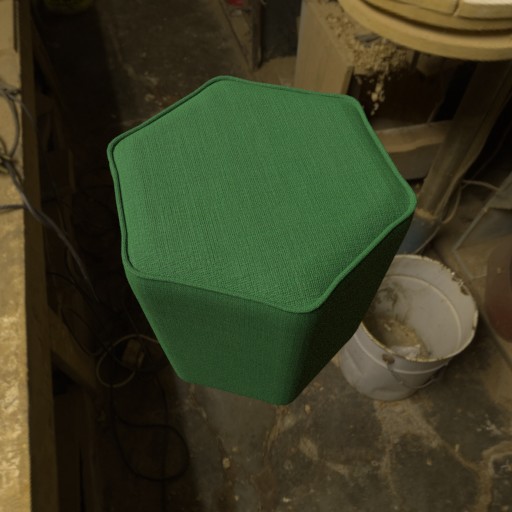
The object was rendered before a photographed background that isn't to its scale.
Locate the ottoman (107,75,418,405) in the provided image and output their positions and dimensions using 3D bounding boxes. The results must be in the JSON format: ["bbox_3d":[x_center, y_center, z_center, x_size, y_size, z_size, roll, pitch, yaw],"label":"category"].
[{"bbox_3d":[0.000,0.000,0.887,0.444,0.507,0.499,-13,59,-8],"label":"ottoman"}]
